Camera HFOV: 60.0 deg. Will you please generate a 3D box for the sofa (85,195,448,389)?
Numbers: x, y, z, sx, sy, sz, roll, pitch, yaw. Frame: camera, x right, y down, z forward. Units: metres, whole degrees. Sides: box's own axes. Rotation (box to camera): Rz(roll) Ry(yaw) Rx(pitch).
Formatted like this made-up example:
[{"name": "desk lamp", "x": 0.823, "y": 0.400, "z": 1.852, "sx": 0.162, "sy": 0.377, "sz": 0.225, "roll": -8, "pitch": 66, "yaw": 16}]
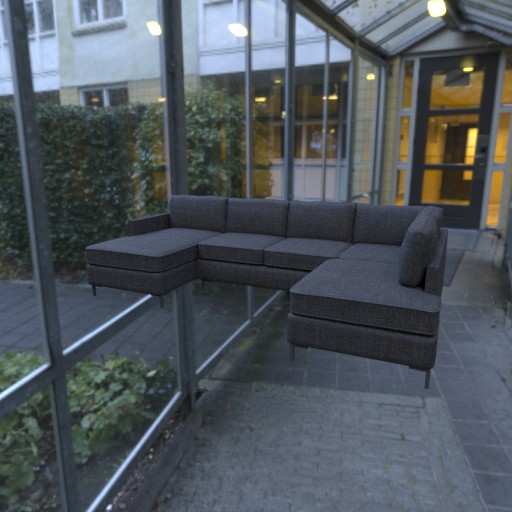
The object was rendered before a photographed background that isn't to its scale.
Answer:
[{"name": "sofa", "x": 0.000, "y": 0.000, "z": 4.314, "sx": 3.423, "sy": 0.999, "sz": 2.048, "roll": 6, "pitch": 14, "yaw": 24}]
